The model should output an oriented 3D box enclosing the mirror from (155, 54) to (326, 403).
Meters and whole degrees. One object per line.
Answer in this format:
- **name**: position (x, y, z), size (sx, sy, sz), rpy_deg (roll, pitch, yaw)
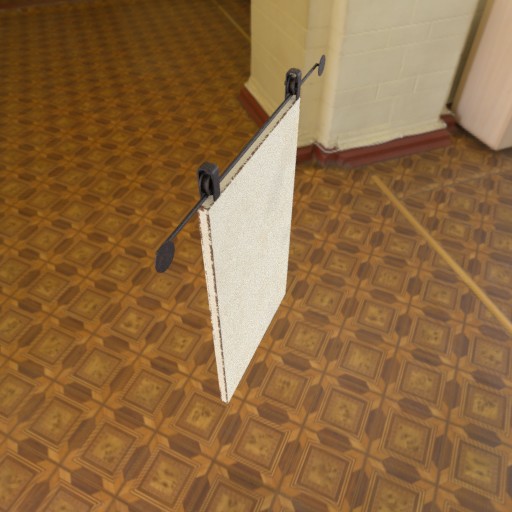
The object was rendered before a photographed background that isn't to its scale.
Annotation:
- **mirror**: position (0.000, 0.000, 1.192), size (0.037, 0.844, 0.808), rpy_deg (18, 49, 17)
